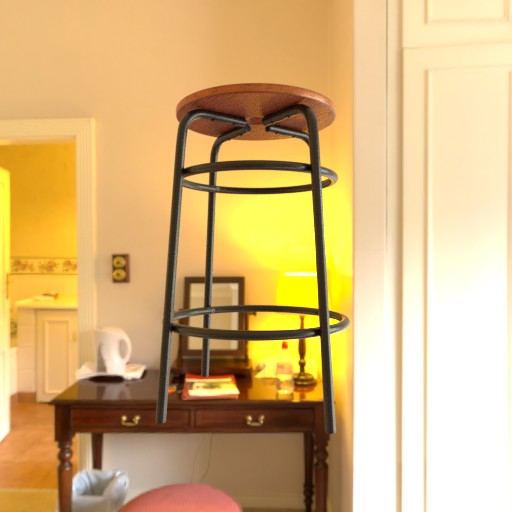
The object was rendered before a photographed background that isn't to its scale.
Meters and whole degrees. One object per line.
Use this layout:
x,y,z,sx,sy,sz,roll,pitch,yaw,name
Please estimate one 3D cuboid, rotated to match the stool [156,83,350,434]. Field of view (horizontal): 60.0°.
0.000,0.000,0.945,0.455,0.610,0.455,0,0,-36,stool
